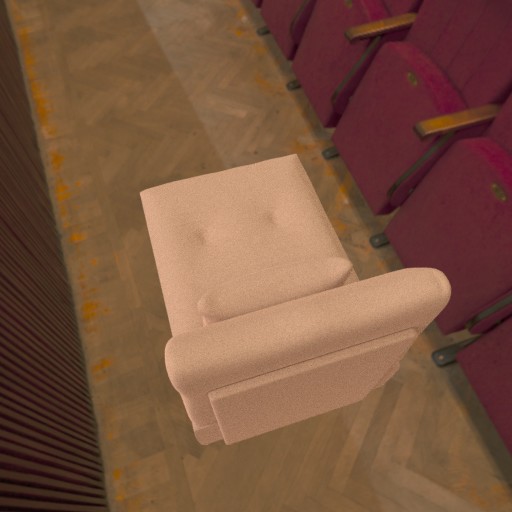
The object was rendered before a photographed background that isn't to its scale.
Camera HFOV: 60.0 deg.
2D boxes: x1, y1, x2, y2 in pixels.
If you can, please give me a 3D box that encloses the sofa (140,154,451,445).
[{"bbox_3d":[0.000,0.000,1.530,0.700,0.820,1.000,-15,60,-9],"label":"sofa"}]
